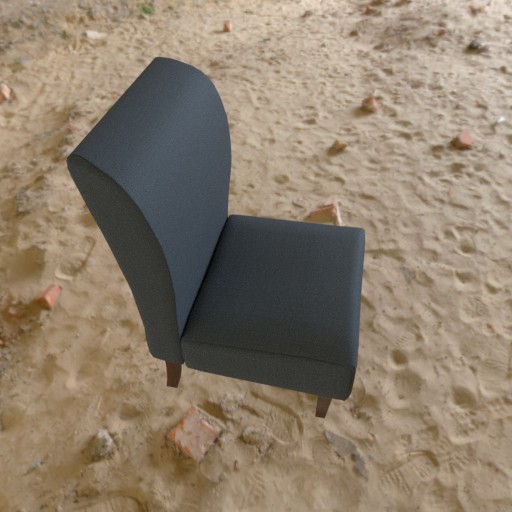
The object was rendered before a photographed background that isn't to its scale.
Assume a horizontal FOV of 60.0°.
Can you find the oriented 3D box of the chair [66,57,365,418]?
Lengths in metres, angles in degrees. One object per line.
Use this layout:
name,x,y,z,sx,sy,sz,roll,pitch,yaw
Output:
chair,0.000,0.000,1.150,0.592,0.804,0.513,8,47,7
